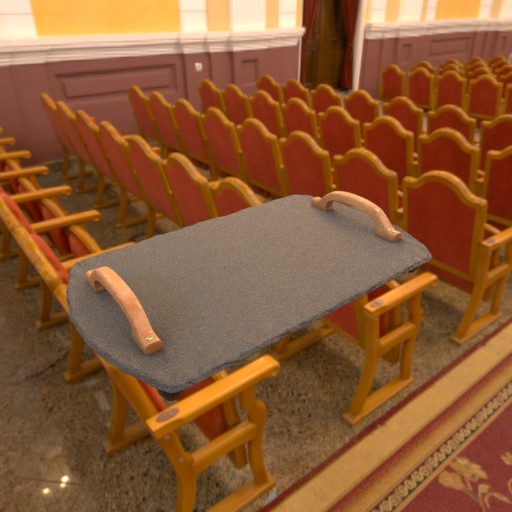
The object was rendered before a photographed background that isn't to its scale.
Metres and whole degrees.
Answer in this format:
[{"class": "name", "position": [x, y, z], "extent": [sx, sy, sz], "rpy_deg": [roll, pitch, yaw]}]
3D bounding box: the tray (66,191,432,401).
[{"class": "tray", "position": [0.000, 0.000, 0.480], "extent": [0.387, 0.062, 0.231], "rpy_deg": [-21, 36, -32]}]
